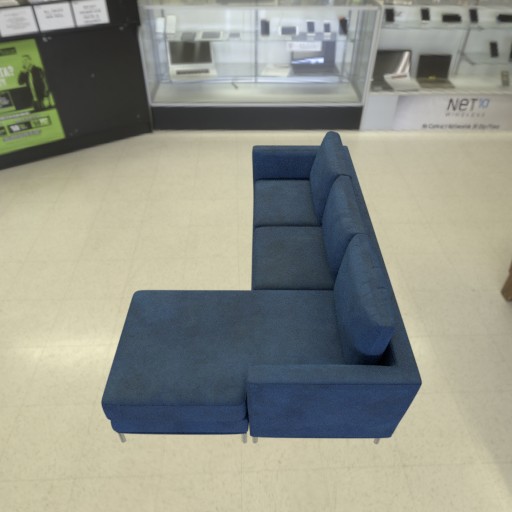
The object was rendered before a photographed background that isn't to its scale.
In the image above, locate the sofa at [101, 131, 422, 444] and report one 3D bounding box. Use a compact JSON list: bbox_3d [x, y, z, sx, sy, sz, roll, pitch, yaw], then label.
[{"bbox_3d":[0.000,0.000,3.201,1.622,0.987,2.438,0,41,0],"label":"sofa"}]
